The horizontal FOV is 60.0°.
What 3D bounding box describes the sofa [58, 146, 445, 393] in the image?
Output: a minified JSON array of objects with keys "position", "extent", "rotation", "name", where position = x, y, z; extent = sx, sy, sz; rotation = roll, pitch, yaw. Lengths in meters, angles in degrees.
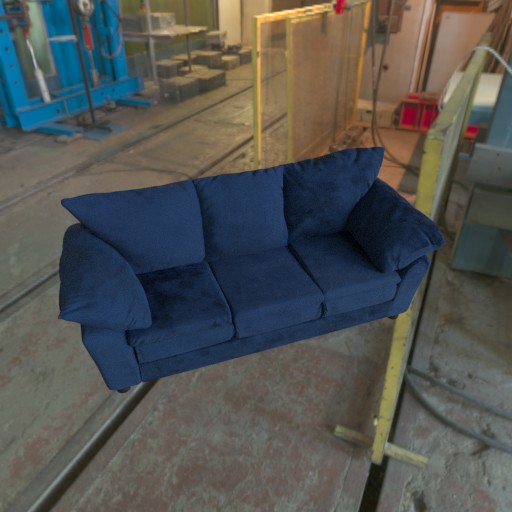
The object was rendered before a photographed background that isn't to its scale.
[{"position":[0.000,0.000,2.948],"extent":[2.390,1.091,0.907],"rotation":[-11,35,-17],"name":"sofa"}]
